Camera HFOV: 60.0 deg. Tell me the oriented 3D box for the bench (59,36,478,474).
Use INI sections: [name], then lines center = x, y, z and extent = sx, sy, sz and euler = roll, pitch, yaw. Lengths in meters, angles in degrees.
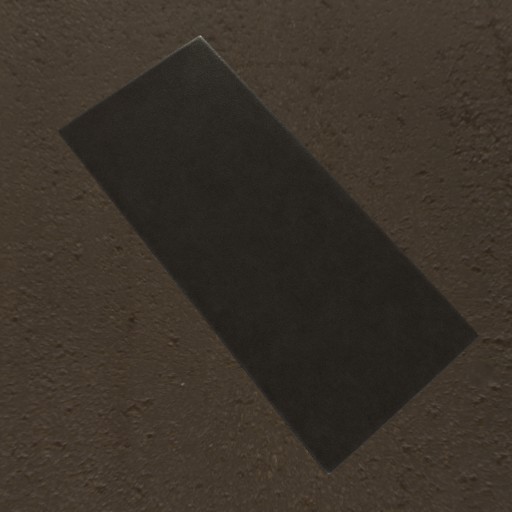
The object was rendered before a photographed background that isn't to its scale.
[bench]
center = 0.000, 0.000, 1.158
extent = 0.401, 0.501, 0.905
euler = -38, 79, -9
